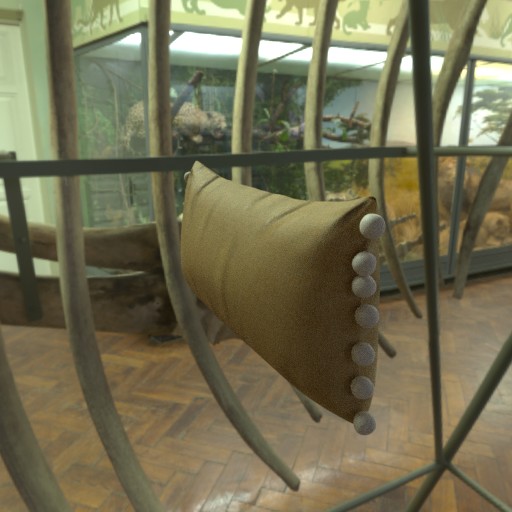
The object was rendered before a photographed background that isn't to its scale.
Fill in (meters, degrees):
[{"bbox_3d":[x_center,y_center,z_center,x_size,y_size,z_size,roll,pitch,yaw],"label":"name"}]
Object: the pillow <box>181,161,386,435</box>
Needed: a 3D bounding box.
[{"bbox_3d":[0.000,0.000,0.829,0.201,0.322,0.709,-7,16,-25],"label":"pillow"}]
